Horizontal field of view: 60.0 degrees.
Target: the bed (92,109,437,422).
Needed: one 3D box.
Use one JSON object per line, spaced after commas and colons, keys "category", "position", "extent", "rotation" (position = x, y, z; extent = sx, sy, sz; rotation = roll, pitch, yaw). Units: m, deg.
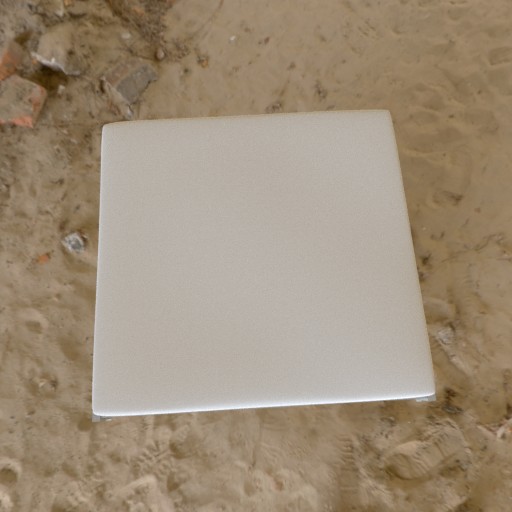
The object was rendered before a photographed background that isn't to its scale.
{"category": "bed", "position": [0.000, 0.000, 2.984], "extent": [2.108, 0.510, 2.007], "rotation": [-3, 74, -1]}
